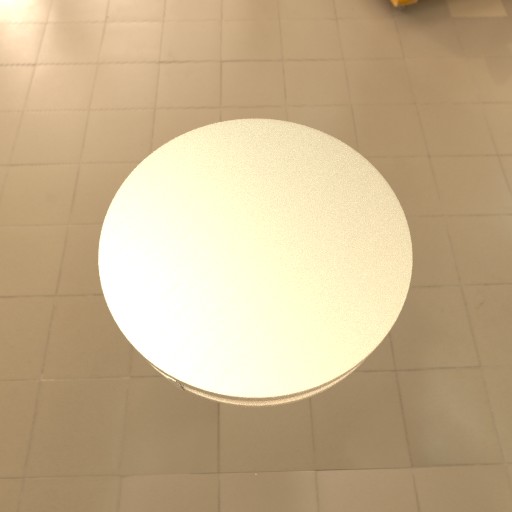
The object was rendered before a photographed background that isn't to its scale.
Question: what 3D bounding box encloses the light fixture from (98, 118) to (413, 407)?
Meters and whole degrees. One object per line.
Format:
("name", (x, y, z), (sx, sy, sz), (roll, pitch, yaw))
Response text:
("light fixture", (0.000, 0.000, 0.549), (0.356, 0.102, 0.356), (0, 64, 0))
